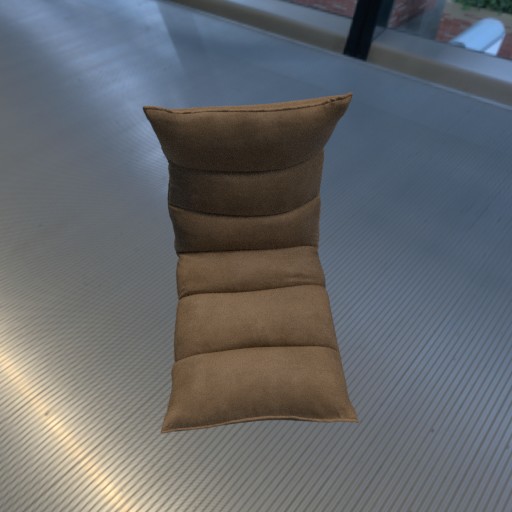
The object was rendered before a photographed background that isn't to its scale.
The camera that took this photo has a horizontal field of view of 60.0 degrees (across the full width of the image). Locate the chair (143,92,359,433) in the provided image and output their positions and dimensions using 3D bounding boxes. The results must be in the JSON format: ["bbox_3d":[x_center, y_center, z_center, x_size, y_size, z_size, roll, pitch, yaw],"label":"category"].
[{"bbox_3d":[0.000,0.000,1.606,0.714,0.892,0.985,-3,47,-3],"label":"chair"}]
